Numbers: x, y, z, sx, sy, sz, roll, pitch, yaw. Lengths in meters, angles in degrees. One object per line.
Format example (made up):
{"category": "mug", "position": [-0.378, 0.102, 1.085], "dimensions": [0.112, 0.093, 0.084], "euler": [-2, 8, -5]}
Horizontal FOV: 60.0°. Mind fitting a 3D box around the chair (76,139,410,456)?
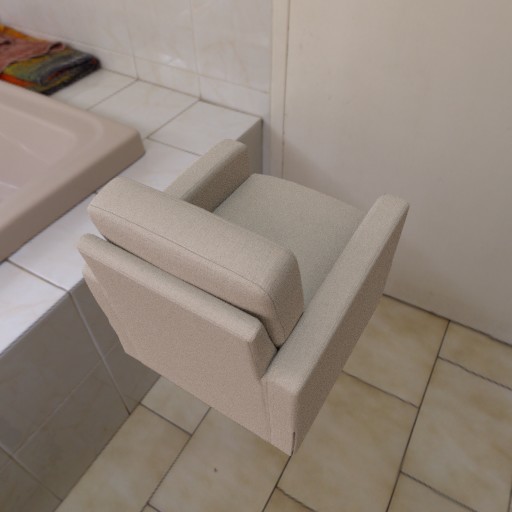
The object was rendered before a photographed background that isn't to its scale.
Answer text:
{"category": "chair", "position": [0.000, 0.000, 1.493], "dimensions": [0.755, 0.827, 0.888], "euler": [24, 51, 22]}
